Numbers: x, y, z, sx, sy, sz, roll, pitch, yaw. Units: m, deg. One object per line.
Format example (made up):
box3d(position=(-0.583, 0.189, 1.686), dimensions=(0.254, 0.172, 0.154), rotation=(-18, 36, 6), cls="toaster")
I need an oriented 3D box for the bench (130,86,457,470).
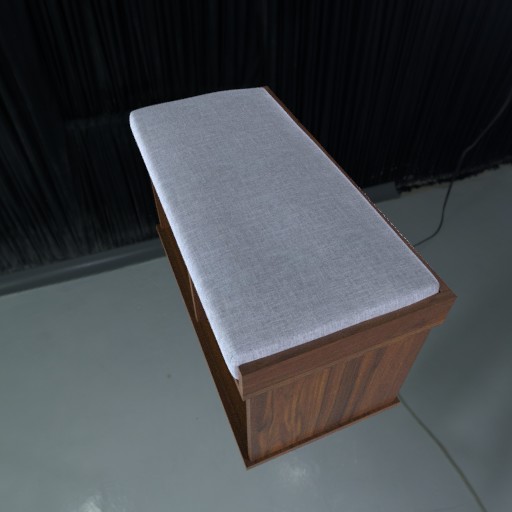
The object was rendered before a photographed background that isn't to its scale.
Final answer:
box3d(position=(0.000, 0.000, 1.006), dimensions=(0.362, 0.461, 0.734), rotation=(-17, 49, -15), cls="bench")
